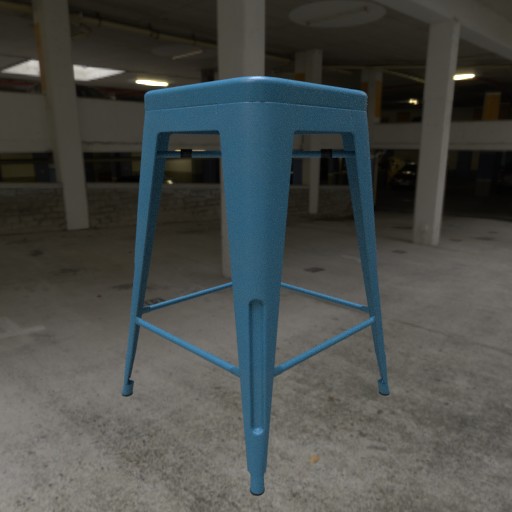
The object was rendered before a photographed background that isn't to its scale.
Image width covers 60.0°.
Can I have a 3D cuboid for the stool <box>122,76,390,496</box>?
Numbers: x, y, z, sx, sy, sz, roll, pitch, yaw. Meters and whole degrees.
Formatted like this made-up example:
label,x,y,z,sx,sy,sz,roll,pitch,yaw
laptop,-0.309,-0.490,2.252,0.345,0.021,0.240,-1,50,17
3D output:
label,x,y,z,sx,sy,sz,roll,pitch,yaw
stool,0.000,0.000,0.871,0.410,0.608,0.410,14,19,43
